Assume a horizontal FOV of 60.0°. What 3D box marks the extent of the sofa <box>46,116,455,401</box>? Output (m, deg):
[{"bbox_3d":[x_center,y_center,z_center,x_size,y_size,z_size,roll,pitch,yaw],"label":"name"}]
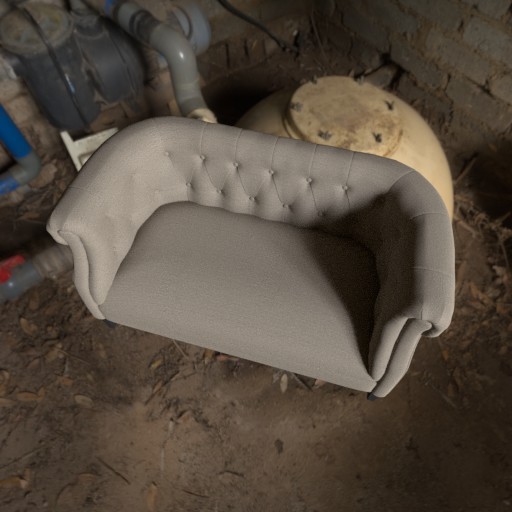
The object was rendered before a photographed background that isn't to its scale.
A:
[{"bbox_3d":[0.000,0.000,2.048,1.558,0.827,0.835,14,59,8],"label":"sofa"}]
